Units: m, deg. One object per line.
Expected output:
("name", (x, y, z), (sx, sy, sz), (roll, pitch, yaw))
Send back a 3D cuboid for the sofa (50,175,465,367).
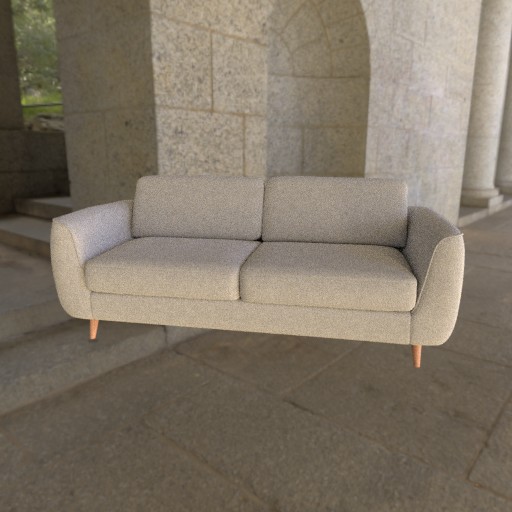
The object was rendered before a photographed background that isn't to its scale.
("sofa", (0.000, 0.000, 2.465), (2.000, 0.850, 0.920), (3, 14, 11))
